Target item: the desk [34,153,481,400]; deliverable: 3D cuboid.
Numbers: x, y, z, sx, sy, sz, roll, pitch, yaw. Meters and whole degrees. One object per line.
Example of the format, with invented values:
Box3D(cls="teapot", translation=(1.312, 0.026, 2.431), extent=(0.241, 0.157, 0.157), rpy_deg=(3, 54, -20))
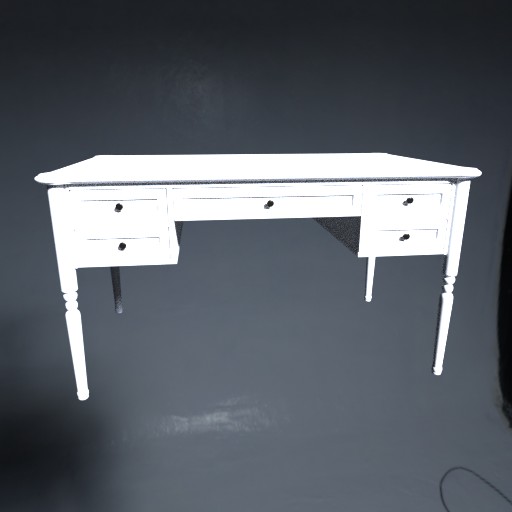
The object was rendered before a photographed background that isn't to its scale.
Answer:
Box3D(cls="desk", translation=(0.000, 0.000, 1.815), extent=(1.380, 0.762, 0.807), rpy_deg=(-2, 17, -7))
